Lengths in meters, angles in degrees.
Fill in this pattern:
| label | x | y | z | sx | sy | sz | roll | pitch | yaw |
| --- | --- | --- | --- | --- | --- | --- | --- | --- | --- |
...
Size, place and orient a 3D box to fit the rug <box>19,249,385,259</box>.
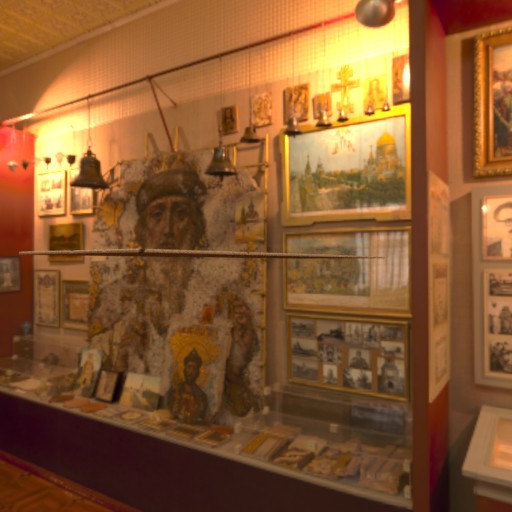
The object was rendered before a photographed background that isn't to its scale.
| label | x | y | z | sx | sy | sz | roll | pitch | yaw |
| --- | --- | --- | --- | --- | --- | --- | --- | --- | --- |
| rug | 0.000 | 0.000 | 2.661 | 0.762 | 0.012 | 2.438 | -1 | -1 | 34 |
